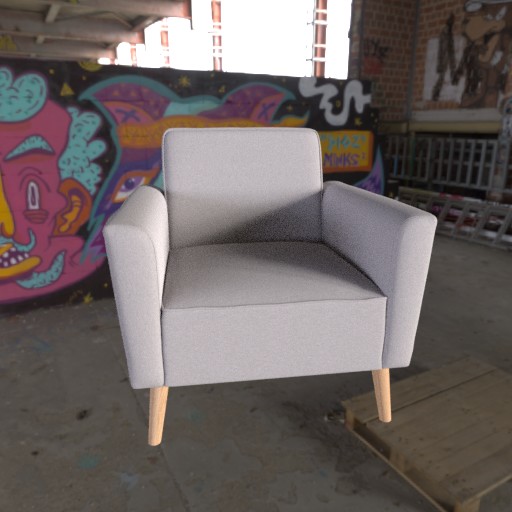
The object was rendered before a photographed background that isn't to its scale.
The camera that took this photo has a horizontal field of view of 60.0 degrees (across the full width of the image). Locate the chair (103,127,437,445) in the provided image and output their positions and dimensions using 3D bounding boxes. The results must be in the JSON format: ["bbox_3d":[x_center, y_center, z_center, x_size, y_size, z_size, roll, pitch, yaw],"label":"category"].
[{"bbox_3d":[0.000,0.000,1.396,0.780,0.780,0.750,-2,16,-8],"label":"chair"}]
